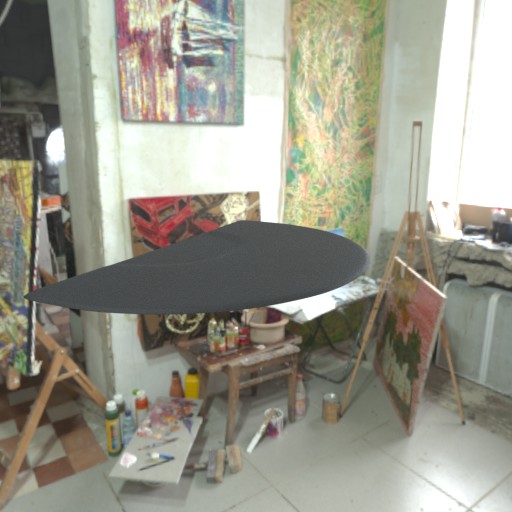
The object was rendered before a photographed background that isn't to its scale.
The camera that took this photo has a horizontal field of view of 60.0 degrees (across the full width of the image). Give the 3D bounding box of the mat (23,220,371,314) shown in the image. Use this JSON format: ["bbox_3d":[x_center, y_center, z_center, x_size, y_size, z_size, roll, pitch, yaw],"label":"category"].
[{"bbox_3d":[0.000,0.000,1.845,0.917,0.016,1.525,7,16,24],"label":"mat"}]
